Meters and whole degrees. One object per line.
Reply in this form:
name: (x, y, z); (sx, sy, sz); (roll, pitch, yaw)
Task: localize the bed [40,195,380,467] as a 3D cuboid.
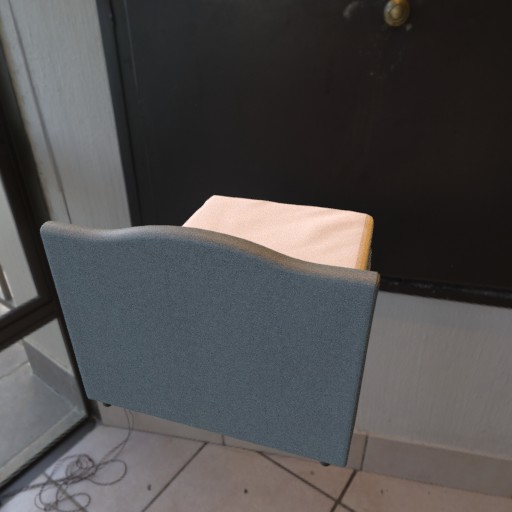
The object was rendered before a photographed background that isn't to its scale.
bed: (0.000, 0.000, 3.298); (1.753, 1.460, 2.143); (9, 32, 14)
